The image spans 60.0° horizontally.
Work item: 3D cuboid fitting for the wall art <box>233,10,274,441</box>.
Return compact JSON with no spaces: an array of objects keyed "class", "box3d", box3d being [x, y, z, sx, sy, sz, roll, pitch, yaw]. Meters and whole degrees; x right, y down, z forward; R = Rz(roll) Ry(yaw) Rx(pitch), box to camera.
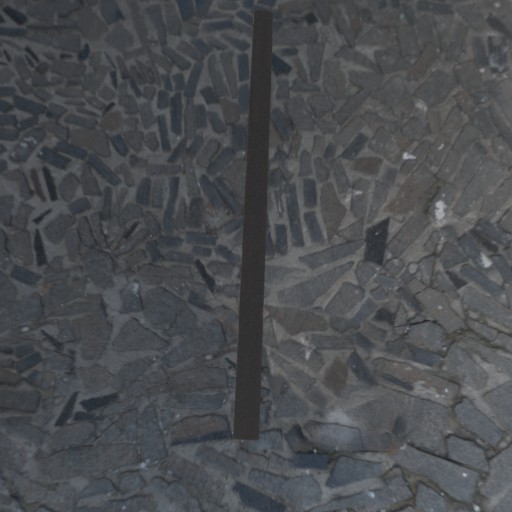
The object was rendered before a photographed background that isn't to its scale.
[{"class":"wall art","box3d":[0.000,0.000,1.111,0.038,0.762,0.762,2,75,1]}]
